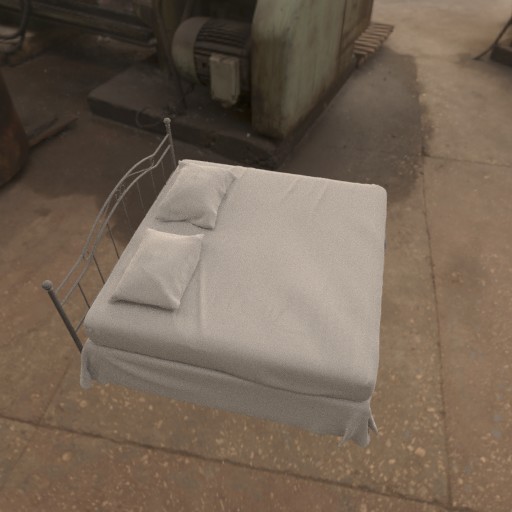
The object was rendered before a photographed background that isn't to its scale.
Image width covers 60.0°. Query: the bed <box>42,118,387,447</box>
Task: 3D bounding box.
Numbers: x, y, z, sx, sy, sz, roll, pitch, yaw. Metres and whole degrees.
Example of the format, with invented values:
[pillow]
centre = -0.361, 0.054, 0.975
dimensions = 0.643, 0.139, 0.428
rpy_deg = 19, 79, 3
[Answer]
[bed]
centre = 0.000, 0.000, 3.551
dimensions = 2.220, 1.080, 2.309
rpy_deg = 10, 47, 9
